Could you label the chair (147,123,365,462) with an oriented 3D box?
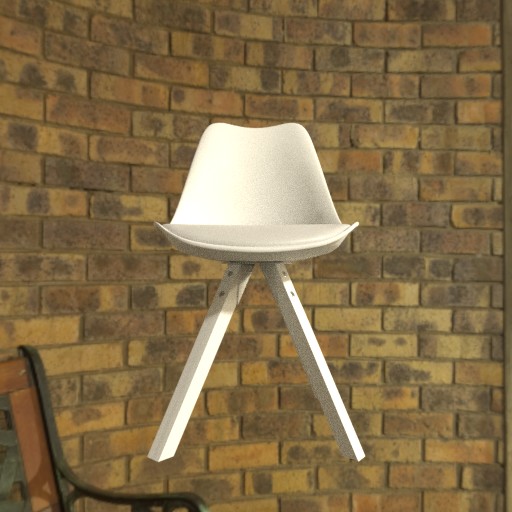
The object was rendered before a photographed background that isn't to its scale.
[{"bbox_3d":[0.000,0.000,1.151,0.485,0.850,0.550,0,-1,0],"label":"chair"}]
